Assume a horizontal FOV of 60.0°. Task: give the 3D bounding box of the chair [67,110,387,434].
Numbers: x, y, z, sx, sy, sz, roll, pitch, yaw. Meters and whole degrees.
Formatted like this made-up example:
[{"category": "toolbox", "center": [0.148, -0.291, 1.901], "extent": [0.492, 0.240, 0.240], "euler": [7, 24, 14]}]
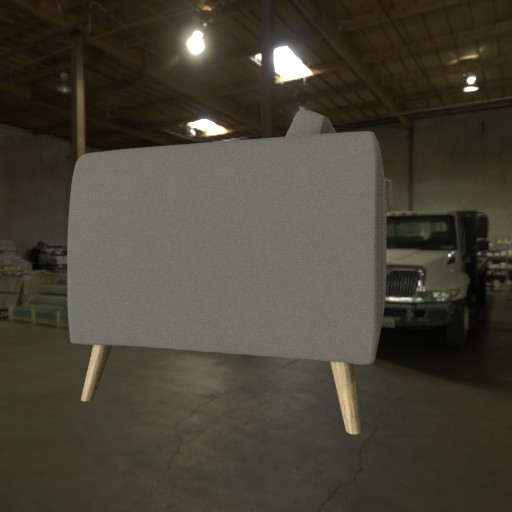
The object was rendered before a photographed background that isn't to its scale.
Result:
[{"category": "chair", "center": [0.000, 0.000, 1.662], "extent": [0.930, 0.860, 1.000], "euler": [0, 1, 17]}]
